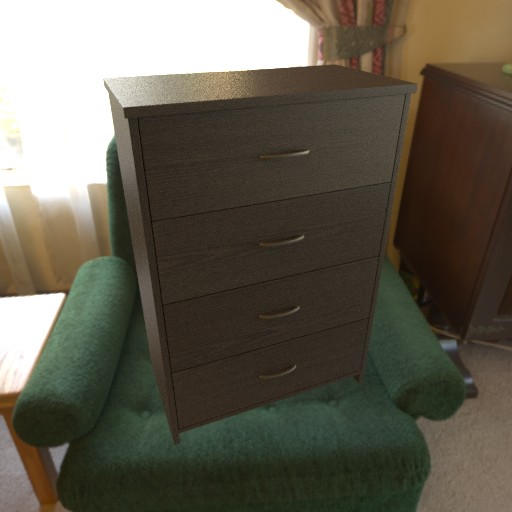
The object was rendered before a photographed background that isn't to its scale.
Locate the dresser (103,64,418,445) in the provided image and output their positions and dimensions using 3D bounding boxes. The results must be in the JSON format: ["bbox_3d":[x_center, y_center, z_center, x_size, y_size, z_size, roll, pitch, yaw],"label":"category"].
[{"bbox_3d":[0.000,0.000,1.373,0.704,1.020,0.399,-12,32,-19],"label":"dresser"}]
